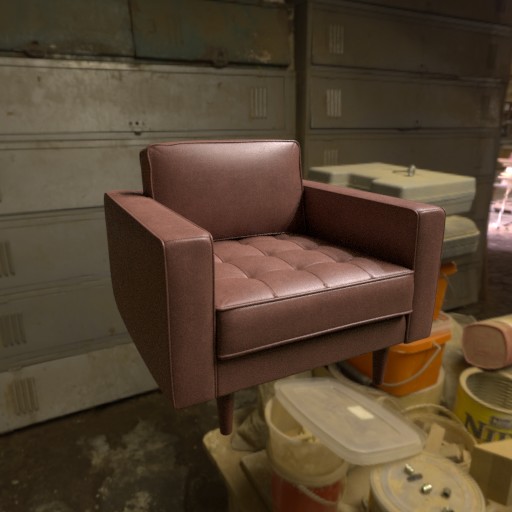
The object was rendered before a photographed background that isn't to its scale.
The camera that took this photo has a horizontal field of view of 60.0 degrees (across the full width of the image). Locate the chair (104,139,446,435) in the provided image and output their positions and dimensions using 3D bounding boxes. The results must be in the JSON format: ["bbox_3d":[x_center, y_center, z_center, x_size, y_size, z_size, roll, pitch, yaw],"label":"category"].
[{"bbox_3d":[0.000,0.000,1.558,0.920,0.770,0.900,-8,19,-25],"label":"chair"}]
